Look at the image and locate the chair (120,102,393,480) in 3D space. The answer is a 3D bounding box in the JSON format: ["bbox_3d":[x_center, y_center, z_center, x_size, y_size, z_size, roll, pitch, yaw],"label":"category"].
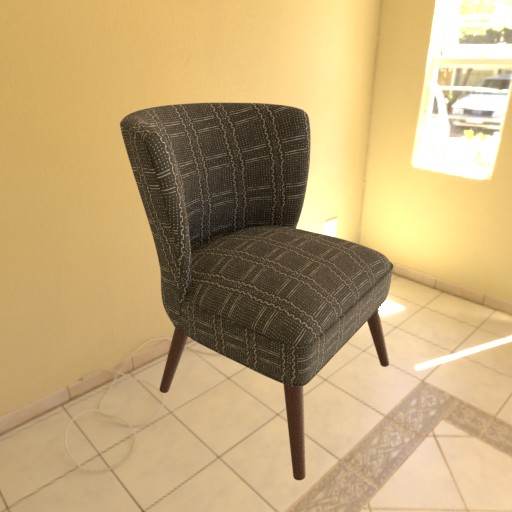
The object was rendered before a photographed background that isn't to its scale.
[{"bbox_3d":[0.000,0.000,1.399,0.758,0.866,0.710,17,29,33],"label":"chair"}]
